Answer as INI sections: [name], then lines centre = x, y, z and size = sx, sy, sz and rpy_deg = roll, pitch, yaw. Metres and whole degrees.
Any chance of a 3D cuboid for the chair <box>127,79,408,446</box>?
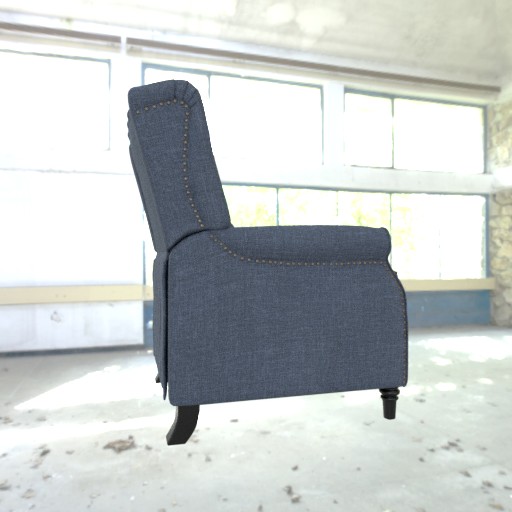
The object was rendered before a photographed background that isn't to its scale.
[chair]
centre = 0.000, 0.000, 1.606
size = 0.898, 1.035, 0.742
rpy_deg = 0, 0, -16
